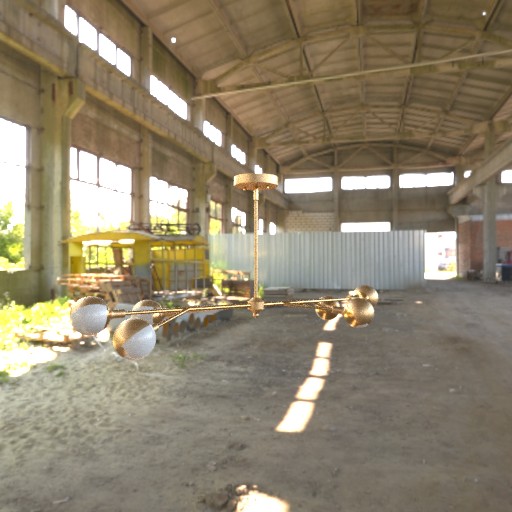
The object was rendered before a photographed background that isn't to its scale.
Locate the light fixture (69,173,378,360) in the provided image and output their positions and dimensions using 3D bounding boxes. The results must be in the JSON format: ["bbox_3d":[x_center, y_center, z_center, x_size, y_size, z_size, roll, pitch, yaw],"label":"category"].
[{"bbox_3d":[0.000,0.000,1.020,0.778,0.362,0.434,0,-1,-19],"label":"light fixture"}]
